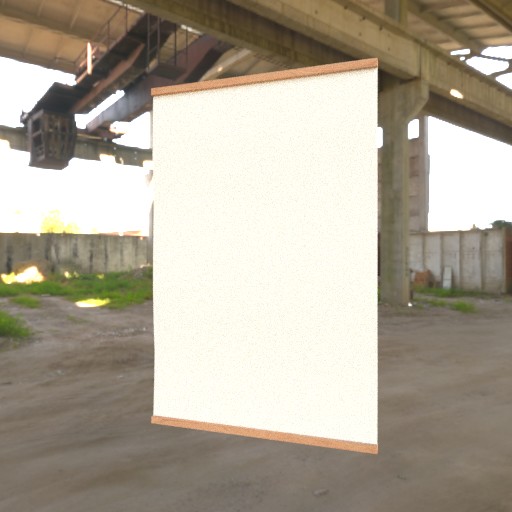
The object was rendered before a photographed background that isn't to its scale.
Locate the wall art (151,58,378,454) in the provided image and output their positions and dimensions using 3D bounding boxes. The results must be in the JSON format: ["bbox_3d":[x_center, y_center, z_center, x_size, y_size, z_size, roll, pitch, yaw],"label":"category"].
[{"bbox_3d":[0.000,0.000,0.627,0.332,0.508,0.012,0,0,18],"label":"wall art"}]
